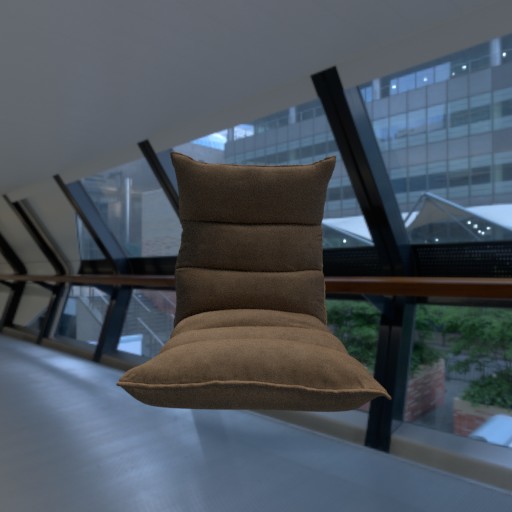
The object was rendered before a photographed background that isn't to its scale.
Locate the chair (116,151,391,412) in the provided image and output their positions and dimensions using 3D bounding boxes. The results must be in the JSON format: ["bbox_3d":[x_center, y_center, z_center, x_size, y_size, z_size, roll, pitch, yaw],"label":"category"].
[{"bbox_3d":[0.000,0.000,1.591,0.714,0.892,0.985,0,-1,-1],"label":"chair"}]
